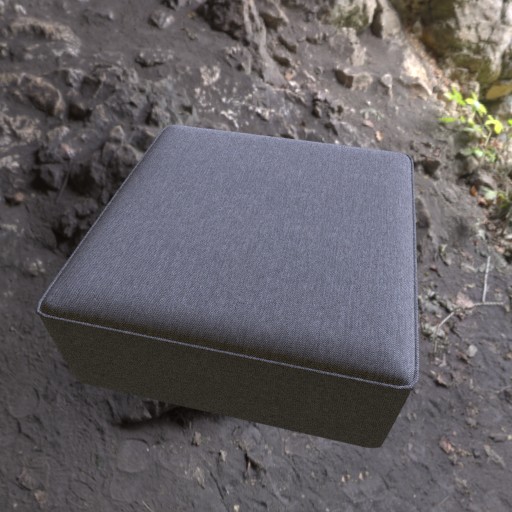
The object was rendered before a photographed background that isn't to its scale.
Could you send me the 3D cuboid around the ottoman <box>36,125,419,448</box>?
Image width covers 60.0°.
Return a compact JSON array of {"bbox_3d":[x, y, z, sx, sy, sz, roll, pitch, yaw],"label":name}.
[{"bbox_3d":[0.000,0.000,1.553,1.005,0.455,1.005,9,47,9],"label":"ottoman"}]
